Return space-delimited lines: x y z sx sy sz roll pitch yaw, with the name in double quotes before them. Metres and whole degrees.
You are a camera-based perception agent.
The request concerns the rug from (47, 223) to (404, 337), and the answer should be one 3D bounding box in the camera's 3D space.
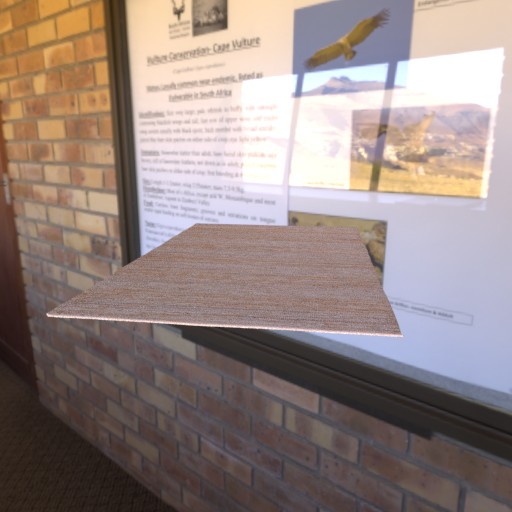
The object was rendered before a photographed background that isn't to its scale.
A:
"rug" 0.000 0.000 3.005 1.529 0.009 2.446 2 14 8
